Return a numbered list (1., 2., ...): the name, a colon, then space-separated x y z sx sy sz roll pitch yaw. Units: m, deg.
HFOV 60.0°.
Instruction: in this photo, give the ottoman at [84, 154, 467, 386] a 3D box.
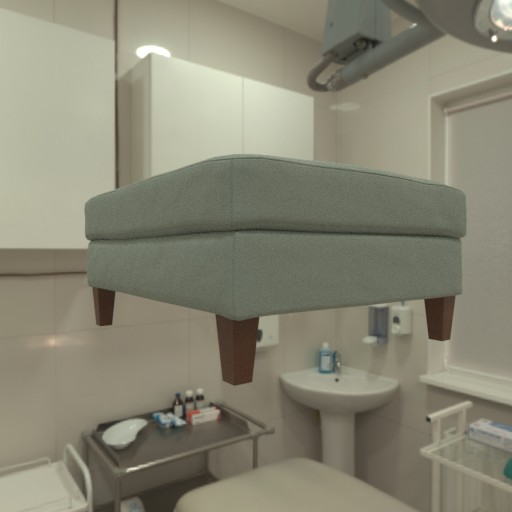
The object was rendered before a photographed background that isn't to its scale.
1. ottoman: 0.000 0.000 1.445 0.842 0.494 0.991 0 1 -36
